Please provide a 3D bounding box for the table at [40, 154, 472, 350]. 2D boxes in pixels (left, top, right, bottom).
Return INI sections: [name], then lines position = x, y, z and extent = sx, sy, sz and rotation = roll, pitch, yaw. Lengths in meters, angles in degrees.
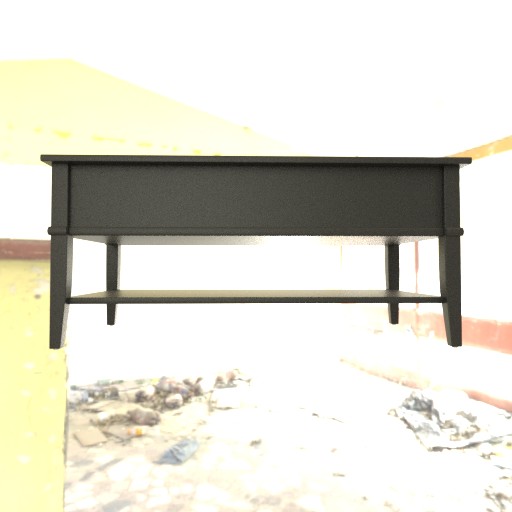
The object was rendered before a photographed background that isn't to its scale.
[table]
position = 0.000, 0.000, 1.324
extent = 1.044, 0.470, 0.523
rotation = 0, -2, -2
